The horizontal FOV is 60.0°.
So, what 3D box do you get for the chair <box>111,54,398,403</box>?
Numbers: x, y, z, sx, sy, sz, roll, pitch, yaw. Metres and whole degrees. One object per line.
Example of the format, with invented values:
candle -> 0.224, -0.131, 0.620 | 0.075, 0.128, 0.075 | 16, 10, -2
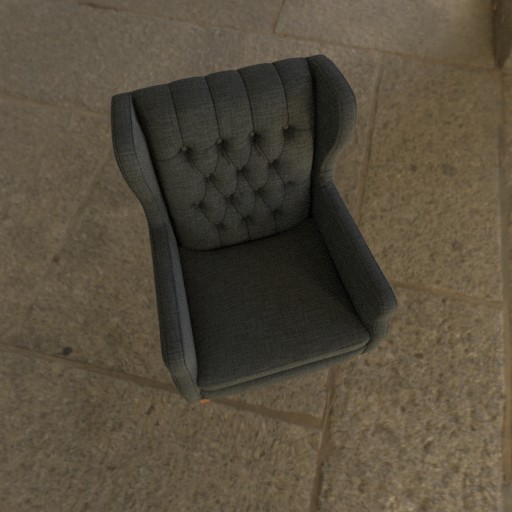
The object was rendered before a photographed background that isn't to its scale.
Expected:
chair -> 0.000, 0.000, 1.496 | 0.711, 0.953, 0.775 | -14, 64, -7
